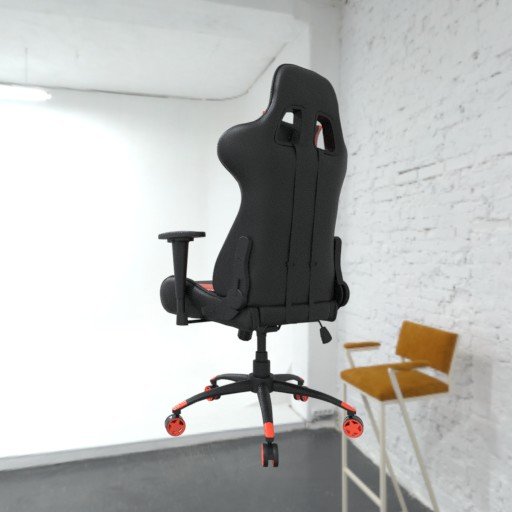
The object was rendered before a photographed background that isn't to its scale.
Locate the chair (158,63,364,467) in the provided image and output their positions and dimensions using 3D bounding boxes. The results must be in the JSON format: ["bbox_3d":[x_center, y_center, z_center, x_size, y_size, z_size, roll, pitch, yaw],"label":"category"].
[{"bbox_3d":[0.000,0.000,1.725,0.695,1.282,0.730,0,0,-37],"label":"chair"}]
